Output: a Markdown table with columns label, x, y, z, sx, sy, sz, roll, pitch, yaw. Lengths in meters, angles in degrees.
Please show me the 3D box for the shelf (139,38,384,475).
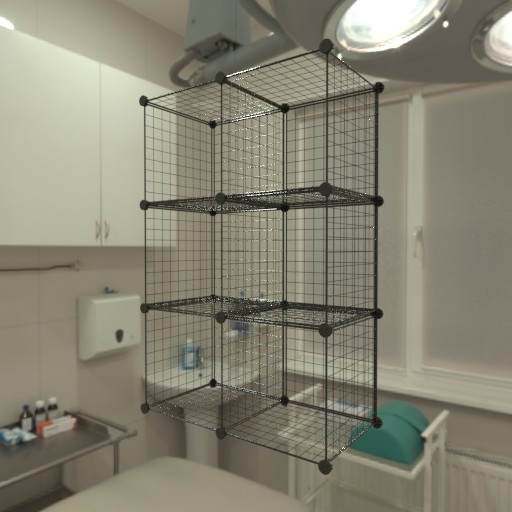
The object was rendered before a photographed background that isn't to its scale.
| label | x | y | z | sx | sy | sz | roll | pitch | yaw |
| --- | --- | --- | --- | --- | --- | --- | --- | --- | --- |
| shelf | 0.000 | 0.000 | 1.428 | 0.711 | 1.067 | 0.356 | 1 | 1 | 36 |
